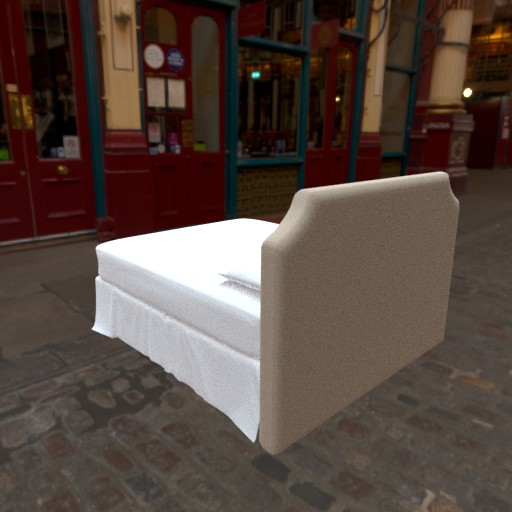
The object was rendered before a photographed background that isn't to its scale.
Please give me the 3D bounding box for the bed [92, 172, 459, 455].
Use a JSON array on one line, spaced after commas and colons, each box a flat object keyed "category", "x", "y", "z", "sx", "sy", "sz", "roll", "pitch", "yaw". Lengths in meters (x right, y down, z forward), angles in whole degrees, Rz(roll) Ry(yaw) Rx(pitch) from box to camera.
[{"category": "bed", "x": 0.000, "y": 0.000, "z": 3.333, "sx": 1.828, "sy": 1.301, "sz": 2.204, "roll": -14, "pitch": 21, "yaw": -41}]
